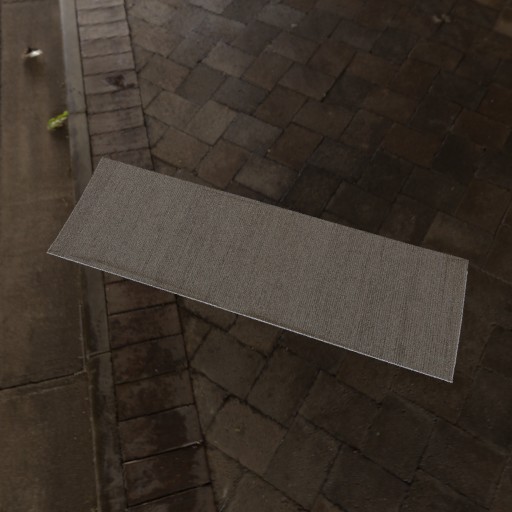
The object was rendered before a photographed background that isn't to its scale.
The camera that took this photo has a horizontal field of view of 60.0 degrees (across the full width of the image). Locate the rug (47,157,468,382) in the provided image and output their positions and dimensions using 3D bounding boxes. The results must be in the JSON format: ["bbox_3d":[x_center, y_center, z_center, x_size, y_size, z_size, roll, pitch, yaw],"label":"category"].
[{"bbox_3d":[0.000,0.000,2.606,2.390,0.014,0.741,17,65,8],"label":"rug"}]
